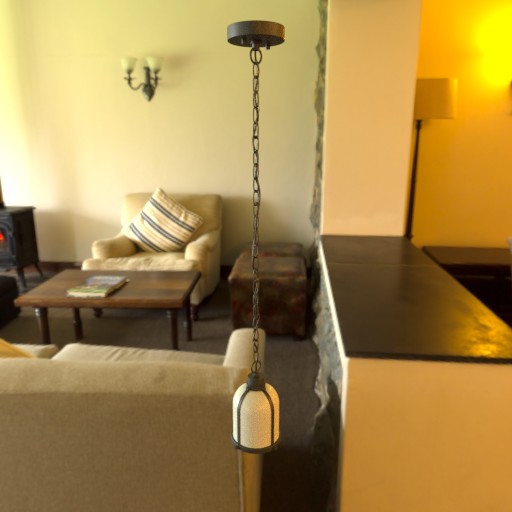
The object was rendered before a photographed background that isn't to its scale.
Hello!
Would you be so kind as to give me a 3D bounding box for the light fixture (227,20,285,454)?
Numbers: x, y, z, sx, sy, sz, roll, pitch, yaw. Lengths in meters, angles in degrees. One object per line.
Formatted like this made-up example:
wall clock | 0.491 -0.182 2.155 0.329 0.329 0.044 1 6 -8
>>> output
light fixture | 0.000 0.000 1.258 0.178 1.181 0.178 -13 19 -42
